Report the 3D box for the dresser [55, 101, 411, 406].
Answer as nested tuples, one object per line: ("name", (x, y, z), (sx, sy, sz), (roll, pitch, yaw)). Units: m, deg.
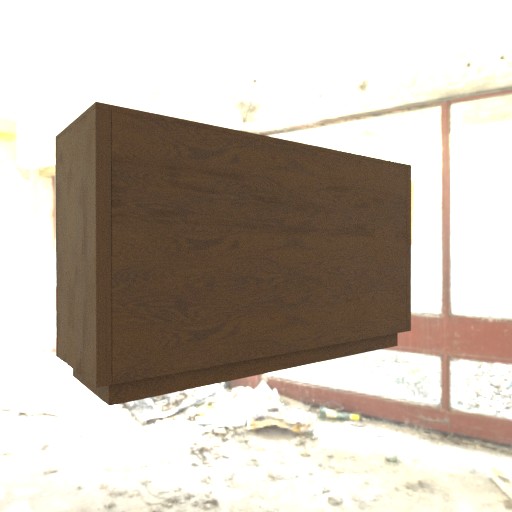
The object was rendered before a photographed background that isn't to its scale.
("dresser", (0.000, 0.000, 1.922), (1.523, 0.889, 0.512), (0, 1, -37))
